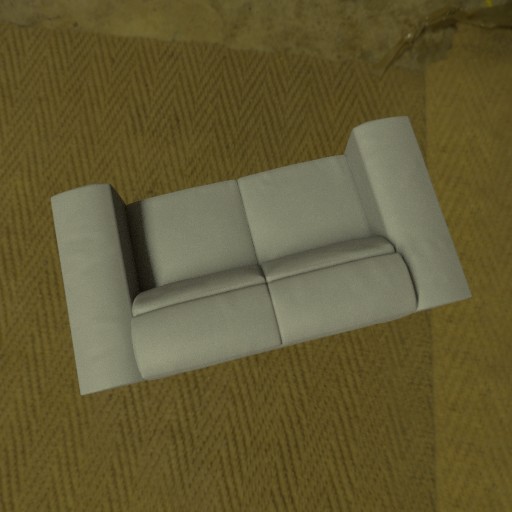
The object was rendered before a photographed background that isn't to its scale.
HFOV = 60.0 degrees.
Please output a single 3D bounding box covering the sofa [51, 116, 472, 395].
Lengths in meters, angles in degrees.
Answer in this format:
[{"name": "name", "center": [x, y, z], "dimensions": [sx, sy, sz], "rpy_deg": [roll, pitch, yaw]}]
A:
[{"name": "sofa", "center": [0.000, 0.000, 2.372], "dimensions": [1.895, 0.779, 1.003], "rpy_deg": [-14, 78, -3]}]
